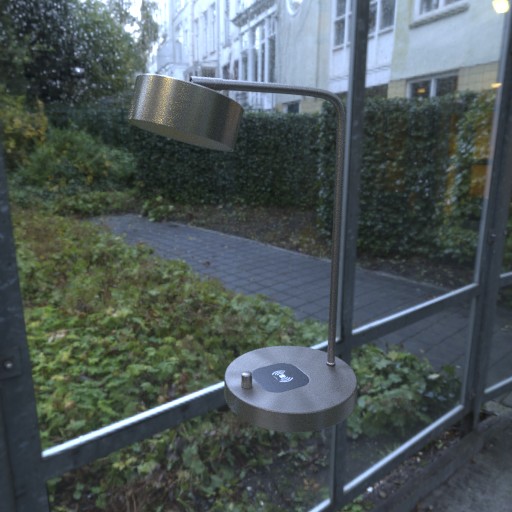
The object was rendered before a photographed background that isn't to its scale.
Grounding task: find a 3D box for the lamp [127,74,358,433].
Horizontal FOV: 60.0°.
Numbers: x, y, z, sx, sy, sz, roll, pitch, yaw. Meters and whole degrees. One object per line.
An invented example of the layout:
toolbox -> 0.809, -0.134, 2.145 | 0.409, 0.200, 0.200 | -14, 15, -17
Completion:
lamp -> 0.000, 0.000, 0.633 | 0.334, 0.469, 0.211 | -7, 16, -26
